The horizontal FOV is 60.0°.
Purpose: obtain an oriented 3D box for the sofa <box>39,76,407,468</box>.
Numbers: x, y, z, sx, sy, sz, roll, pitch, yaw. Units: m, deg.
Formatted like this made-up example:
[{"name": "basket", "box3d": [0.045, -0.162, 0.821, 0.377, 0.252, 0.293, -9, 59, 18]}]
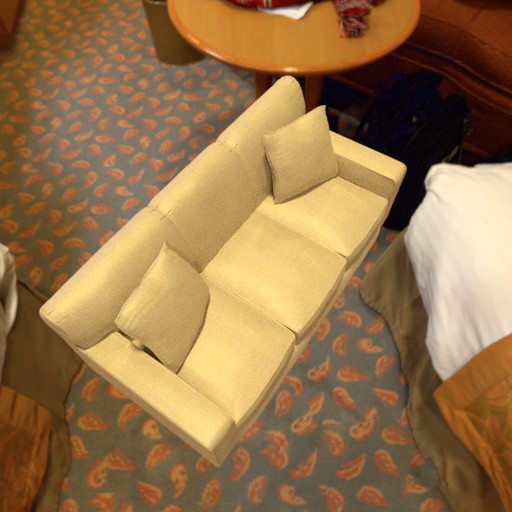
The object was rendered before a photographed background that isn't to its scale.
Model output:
[{"name": "sofa", "box3d": [0.000, 0.000, 2.594, 0.997, 0.958, 2.024, 30, 62, 18]}]
